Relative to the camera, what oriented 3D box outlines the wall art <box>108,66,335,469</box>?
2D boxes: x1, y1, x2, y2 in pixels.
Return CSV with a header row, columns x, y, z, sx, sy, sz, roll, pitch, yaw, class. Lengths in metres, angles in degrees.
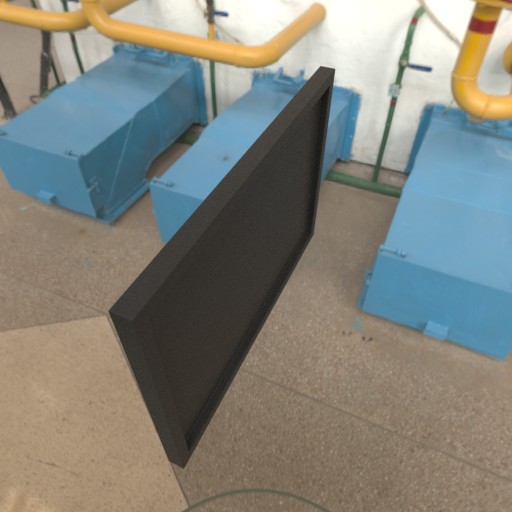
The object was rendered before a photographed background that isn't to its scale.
x,y,z,sx,sy,sz,roll,pitch,yaw,class
0.000,0.000,0.556,0.021,0.301,0.443,19,49,17,wall art
